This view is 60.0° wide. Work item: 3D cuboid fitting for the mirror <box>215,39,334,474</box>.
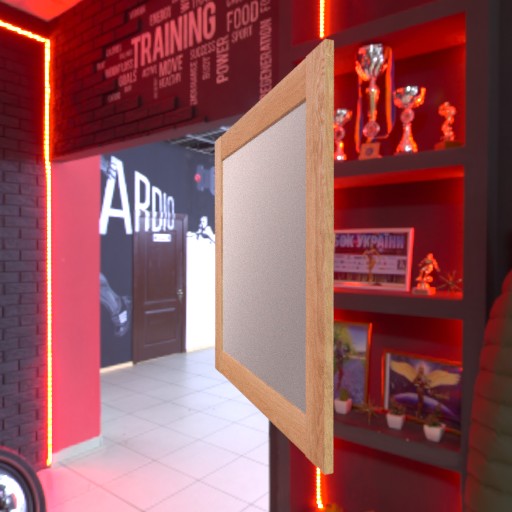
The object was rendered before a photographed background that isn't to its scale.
[{"bbox_3d":[0.000,0.000,1.192,0.020,0.800,0.800,0,0,-20],"label":"mirror"}]
